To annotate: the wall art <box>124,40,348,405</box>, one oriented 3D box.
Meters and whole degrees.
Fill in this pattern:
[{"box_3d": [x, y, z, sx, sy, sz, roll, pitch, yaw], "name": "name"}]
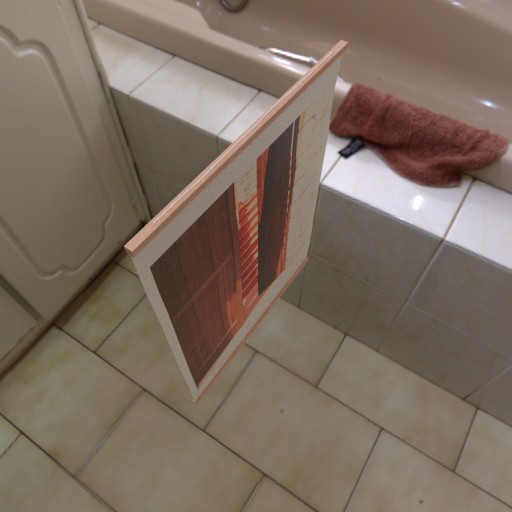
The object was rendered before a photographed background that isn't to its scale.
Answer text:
[{"box_3d": [0.000, 0.000, 1.347, 0.020, 1.013, 0.758, 31, 62, 18], "name": "wall art"}]
